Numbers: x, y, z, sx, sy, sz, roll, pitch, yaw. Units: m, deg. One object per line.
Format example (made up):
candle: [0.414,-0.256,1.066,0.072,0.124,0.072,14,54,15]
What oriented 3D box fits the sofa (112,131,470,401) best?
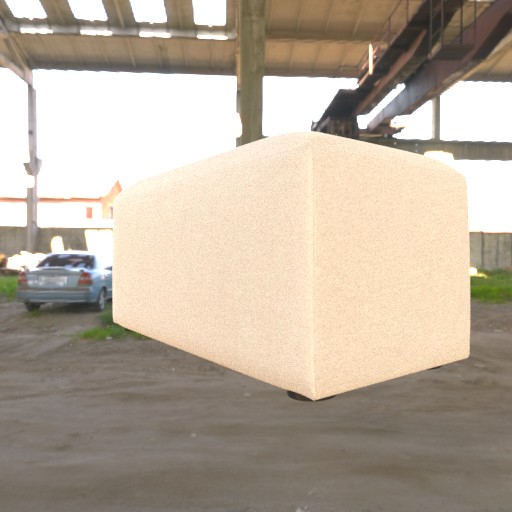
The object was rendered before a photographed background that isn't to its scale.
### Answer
sofa: [0.000,0.000,1.180,0.480,0.470,0.930,-1,1,-37]
